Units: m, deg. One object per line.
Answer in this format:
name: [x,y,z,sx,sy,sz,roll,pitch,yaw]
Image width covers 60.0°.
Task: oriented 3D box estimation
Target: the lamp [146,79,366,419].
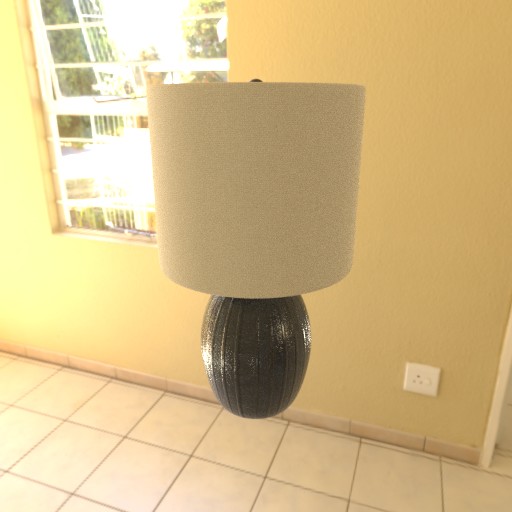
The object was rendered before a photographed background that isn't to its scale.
lamp: [0.000,0.000,0.767,0.329,0.570,0.329,3,20,10]
